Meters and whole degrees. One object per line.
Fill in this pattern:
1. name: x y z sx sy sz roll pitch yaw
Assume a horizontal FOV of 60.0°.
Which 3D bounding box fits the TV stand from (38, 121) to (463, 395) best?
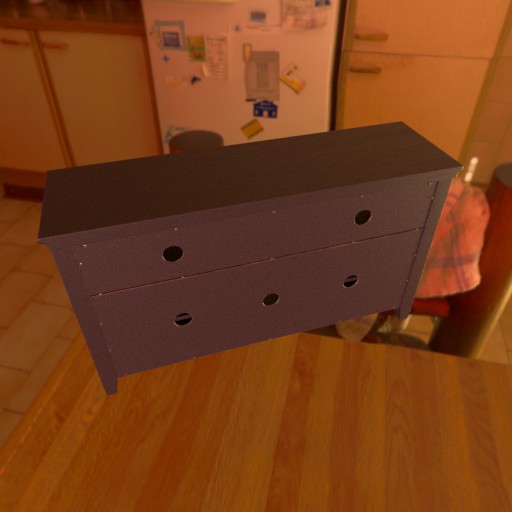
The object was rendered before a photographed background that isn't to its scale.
1. TV stand: 0.000 0.000 1.534 1.198 0.681 0.347 -11 41 -13
